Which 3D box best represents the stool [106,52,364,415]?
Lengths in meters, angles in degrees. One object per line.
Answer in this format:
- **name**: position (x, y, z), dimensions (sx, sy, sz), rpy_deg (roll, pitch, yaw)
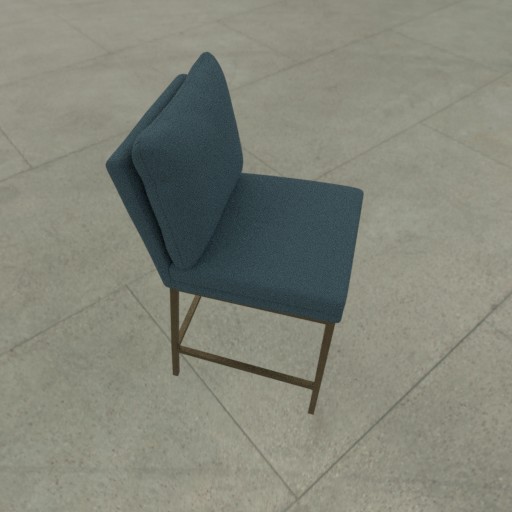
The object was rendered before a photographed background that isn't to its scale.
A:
- **stool**: position (0.000, 0.000, 1.362), dimensions (0.568, 1.032, 0.463), rpy_deg (11, 49, 10)
